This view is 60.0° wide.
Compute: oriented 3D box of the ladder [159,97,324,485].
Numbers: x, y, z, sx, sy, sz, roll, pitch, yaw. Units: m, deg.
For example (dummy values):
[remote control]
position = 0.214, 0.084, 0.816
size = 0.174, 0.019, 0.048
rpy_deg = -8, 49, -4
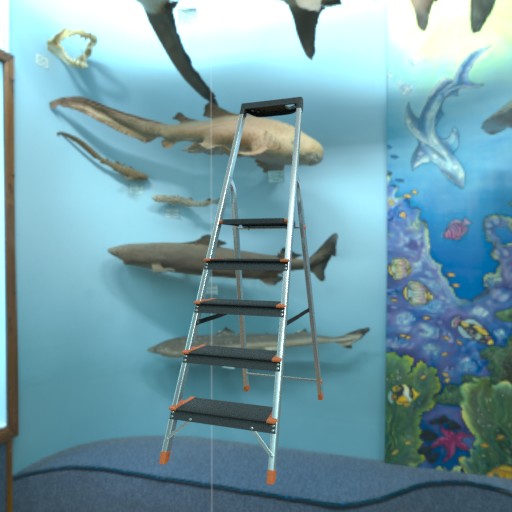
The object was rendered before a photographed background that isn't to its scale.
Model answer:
[ladder]
position = 0.000, 0.000, 2.142
size = 0.480, 1.646, 0.995
rpy_deg = 0, 1, 19
